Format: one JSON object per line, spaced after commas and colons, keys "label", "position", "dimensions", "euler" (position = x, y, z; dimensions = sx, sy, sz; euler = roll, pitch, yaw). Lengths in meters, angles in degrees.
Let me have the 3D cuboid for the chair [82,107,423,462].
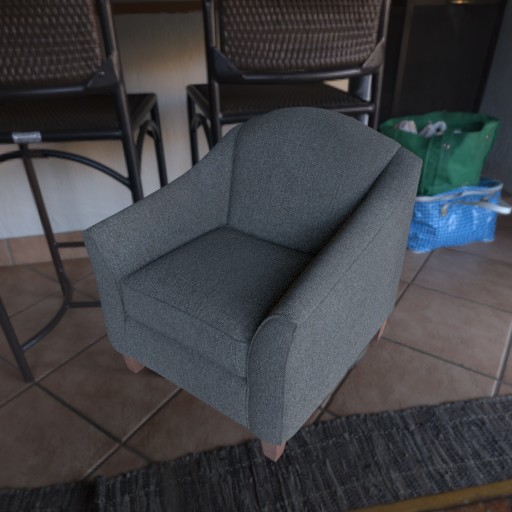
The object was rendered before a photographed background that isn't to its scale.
{"label": "chair", "position": [0.000, 0.000, 1.466], "dimensions": [0.763, 0.839, 0.787], "euler": [20, 35, 31]}
